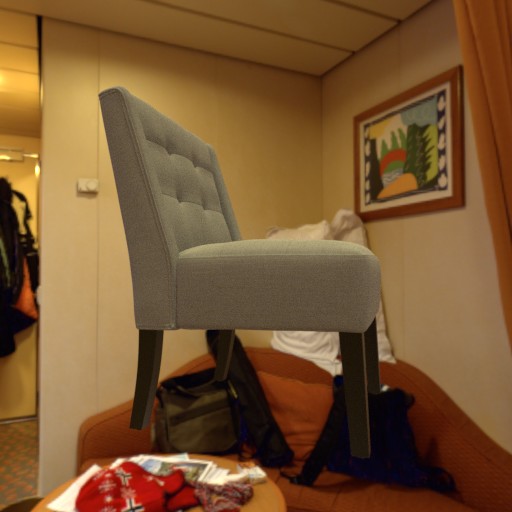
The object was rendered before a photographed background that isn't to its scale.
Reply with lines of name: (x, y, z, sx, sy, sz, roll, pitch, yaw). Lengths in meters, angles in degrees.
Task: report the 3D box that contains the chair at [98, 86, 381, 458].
chair: (0.000, 0.000, 1.262, 0.676, 0.853, 0.569, -1, -2, 18)
